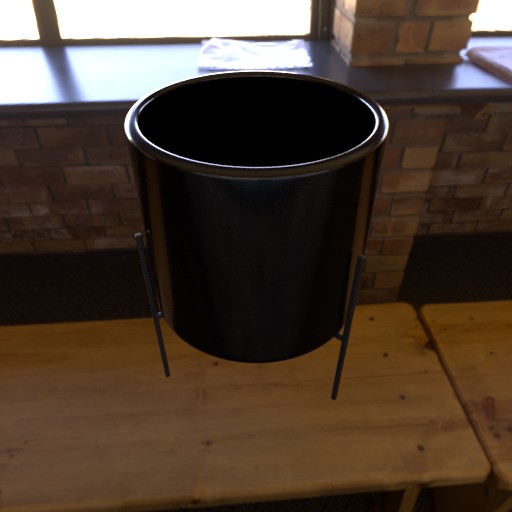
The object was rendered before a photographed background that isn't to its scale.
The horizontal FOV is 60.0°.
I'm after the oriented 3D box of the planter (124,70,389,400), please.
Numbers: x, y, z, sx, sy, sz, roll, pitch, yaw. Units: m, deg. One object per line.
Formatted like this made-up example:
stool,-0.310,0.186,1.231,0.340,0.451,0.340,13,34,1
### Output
planter,0.000,0.000,0.646,0.310,0.432,0.310,-25,46,-27
